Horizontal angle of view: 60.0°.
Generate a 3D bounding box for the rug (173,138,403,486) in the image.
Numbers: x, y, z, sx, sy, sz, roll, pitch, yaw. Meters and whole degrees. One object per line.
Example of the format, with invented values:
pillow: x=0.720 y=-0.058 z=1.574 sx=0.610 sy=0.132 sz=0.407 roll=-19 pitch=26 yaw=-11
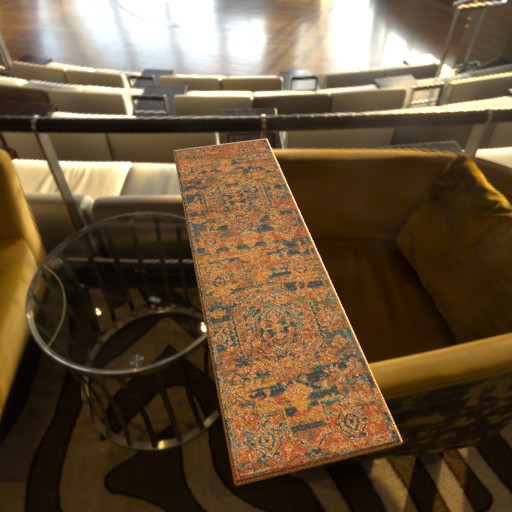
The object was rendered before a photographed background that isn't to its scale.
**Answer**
rug: x=0.000 y=0.000 z=1.985 sx=0.556 sy=0.013 sz=1.820 roll=-10 pitch=48 yaw=-9
